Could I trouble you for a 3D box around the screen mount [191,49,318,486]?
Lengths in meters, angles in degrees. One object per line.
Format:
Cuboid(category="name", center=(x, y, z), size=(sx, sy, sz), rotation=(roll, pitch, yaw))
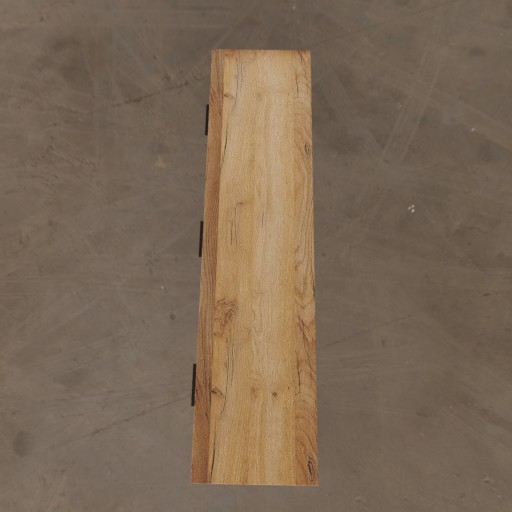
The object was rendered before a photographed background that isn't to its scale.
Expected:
Cuboid(category="screen mount", center=(0.000, 0.000, 1.729), size=(0.395, 0.450, 1.524), rotation=(1, 75, 0))
